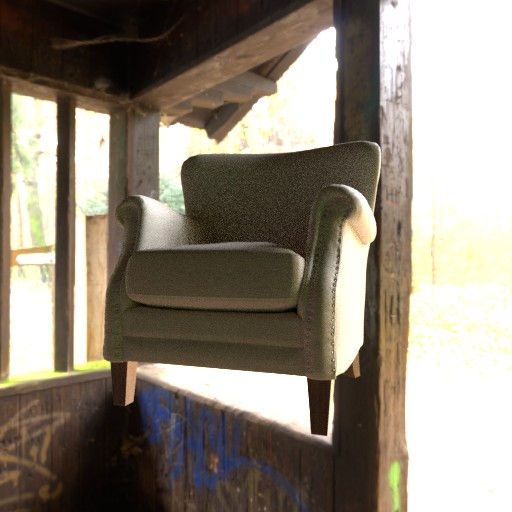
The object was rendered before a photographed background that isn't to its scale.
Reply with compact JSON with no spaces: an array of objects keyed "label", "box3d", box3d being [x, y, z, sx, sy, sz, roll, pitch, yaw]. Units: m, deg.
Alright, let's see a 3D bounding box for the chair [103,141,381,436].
[{"label":"chair","box3d":[0.000,0.000,1.629,0.861,0.936,0.921,0,0,19]}]
